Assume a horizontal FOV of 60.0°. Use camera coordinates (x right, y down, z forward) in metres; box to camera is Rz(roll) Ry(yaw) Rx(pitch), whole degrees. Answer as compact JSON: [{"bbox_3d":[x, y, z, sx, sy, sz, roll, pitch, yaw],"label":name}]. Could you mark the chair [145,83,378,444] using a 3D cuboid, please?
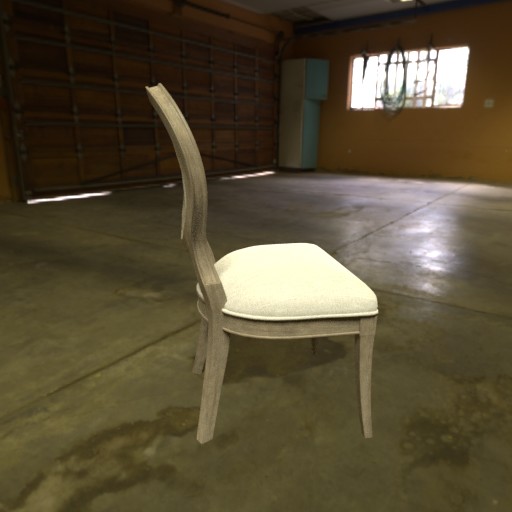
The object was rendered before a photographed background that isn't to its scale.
[{"bbox_3d":[0.000,0.000,1.371,0.602,0.990,0.558,-3,16,-10],"label":"chair"}]
